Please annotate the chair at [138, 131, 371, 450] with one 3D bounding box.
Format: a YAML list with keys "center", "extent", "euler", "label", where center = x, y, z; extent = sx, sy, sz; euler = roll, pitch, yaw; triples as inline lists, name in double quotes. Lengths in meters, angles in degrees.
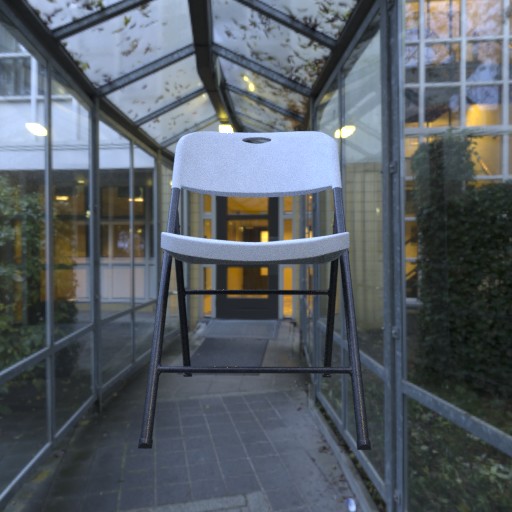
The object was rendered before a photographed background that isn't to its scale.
- center: [0.000, 0.000, 1.205]
  extent: [0.494, 0.810, 0.566]
  euler: [0, 1, 1]
  label: "chair"
